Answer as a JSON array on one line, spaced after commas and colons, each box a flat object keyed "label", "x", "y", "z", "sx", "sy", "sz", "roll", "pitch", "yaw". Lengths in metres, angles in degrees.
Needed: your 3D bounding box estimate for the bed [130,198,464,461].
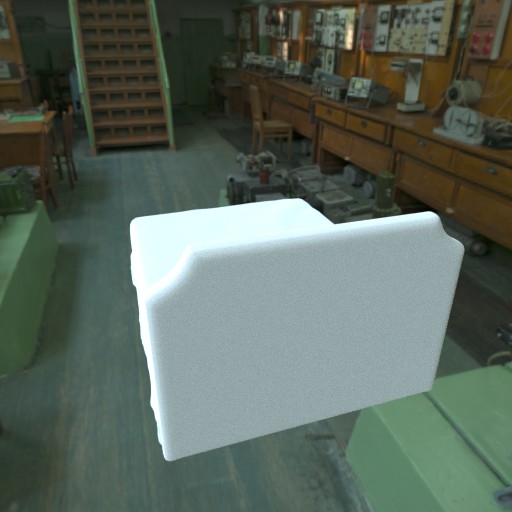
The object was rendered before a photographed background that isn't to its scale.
[{"label": "bed", "x": 0.000, "y": 0.000, "z": 3.892, "sx": 2.134, "sy": 1.524, "sz": 2.548, "roll": -9, "pitch": 28, "yaw": -16}]
